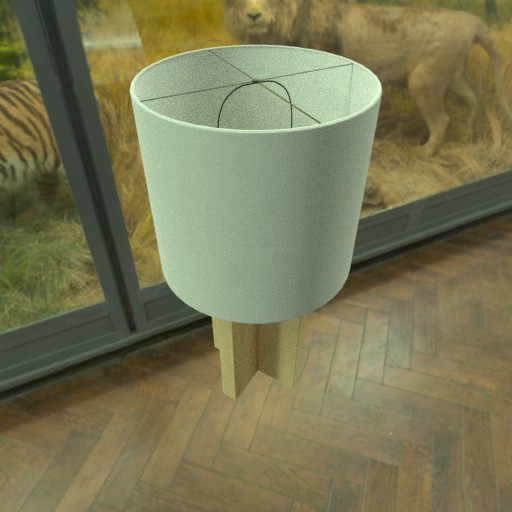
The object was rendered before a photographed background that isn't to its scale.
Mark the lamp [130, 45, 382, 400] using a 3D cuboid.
[{"bbox_3d":[0.000,0.000,0.547,0.229,0.428,0.229,22,45,24],"label":"lamp"}]
